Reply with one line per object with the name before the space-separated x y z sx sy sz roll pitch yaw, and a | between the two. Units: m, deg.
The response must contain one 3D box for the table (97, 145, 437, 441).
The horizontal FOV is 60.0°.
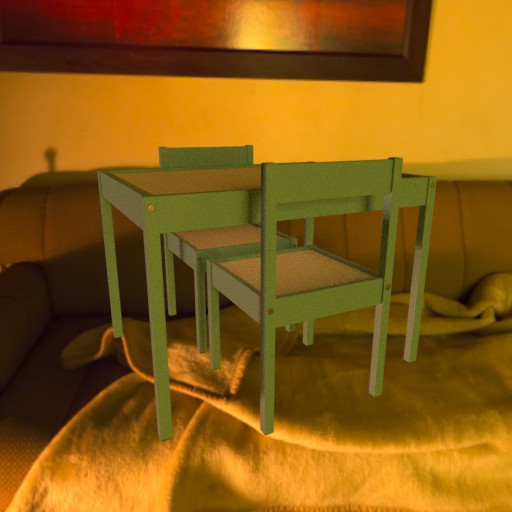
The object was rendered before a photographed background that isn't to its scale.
table | 0.000 0.000 1.090 0.639 0.503 0.633 -8 18 -26
